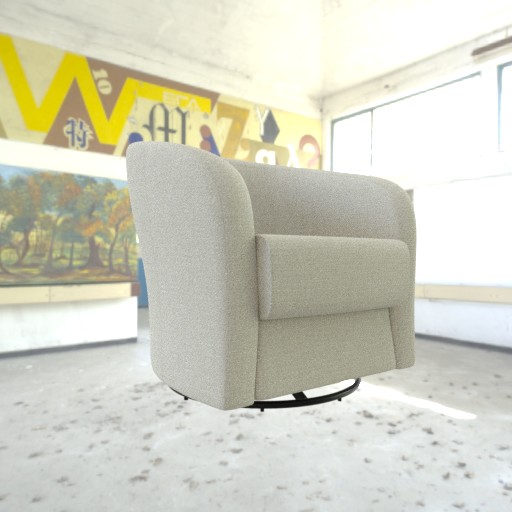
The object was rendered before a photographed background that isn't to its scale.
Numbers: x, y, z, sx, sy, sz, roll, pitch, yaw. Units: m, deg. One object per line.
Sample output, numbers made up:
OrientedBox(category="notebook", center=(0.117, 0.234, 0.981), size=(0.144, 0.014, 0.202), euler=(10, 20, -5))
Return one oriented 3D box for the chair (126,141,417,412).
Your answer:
OrientedBox(category="chair", center=(0.000, 0.000, 1.417), size=(0.791, 0.771, 0.815), euler=(0, 0, -36))
